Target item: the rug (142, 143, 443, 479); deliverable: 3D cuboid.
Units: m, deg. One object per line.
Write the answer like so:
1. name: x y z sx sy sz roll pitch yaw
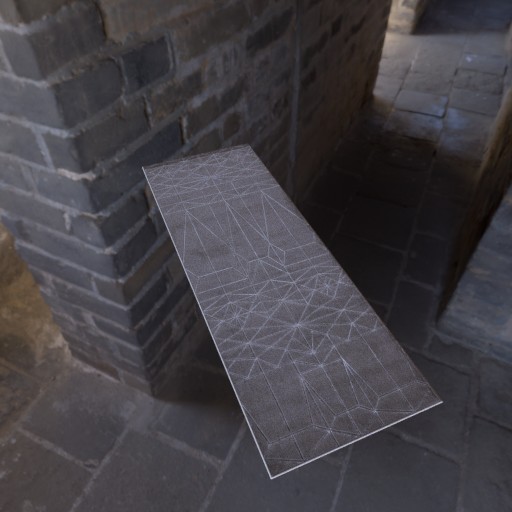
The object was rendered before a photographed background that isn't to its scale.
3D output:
1. rug: 0.000 0.000 2.688 0.864 0.012 2.388 -17 48 -16
